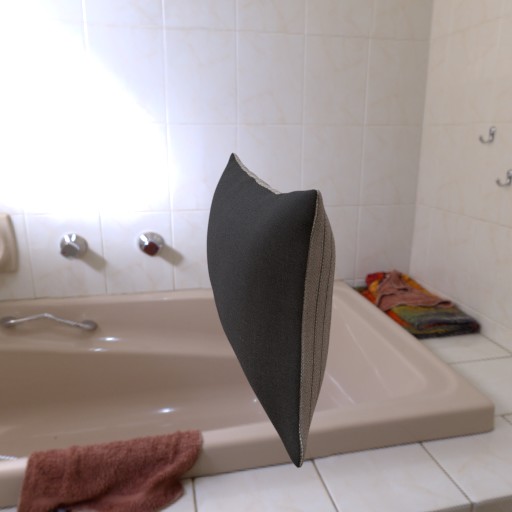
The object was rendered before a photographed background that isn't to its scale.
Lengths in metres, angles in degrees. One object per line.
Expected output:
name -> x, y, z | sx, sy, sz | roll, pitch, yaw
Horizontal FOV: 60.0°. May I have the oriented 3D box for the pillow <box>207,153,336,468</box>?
pillow -> 0.000, 0.000, 0.716 | 0.151, 0.305, 0.609 | -3, 15, -10
